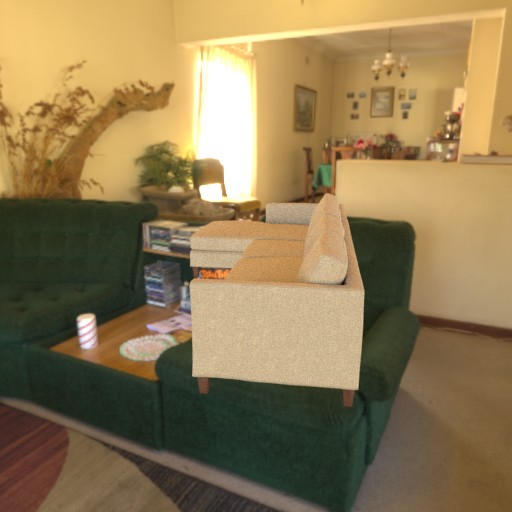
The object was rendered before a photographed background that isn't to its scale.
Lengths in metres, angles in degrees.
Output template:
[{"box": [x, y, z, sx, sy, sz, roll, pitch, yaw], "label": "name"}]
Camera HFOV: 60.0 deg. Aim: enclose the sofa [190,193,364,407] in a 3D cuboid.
[{"box": [0.000, 0.000, 3.935, 1.625, 0.846, 3.186, 2, 15, 9], "label": "sofa"}]
